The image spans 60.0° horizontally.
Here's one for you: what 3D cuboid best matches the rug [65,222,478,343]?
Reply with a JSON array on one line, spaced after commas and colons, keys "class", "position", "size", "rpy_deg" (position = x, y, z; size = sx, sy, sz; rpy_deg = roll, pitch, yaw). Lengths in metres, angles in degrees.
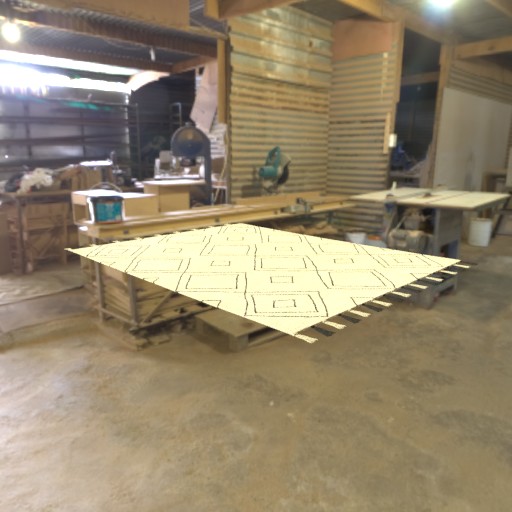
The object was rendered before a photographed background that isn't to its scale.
[{"class": "rug", "position": [0.000, 0.000, 4.221], "size": [2.342, 0.026, 3.221], "rpy_deg": [-13, 19, -43]}]
